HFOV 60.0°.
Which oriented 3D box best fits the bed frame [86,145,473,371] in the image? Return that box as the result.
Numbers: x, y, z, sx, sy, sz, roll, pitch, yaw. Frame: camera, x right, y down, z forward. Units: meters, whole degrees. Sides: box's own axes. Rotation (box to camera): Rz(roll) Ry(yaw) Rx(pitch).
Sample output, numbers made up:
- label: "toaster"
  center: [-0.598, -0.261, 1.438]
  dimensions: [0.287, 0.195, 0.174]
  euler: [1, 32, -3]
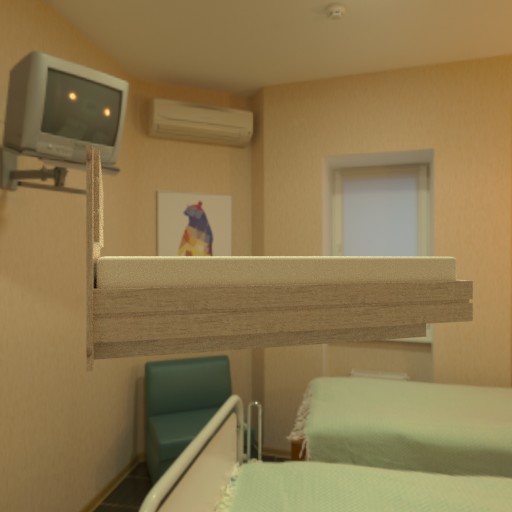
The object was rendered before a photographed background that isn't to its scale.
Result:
- label: "bed frame"
  center: [0.000, 0.000, 3.019]
  dimensions: [2.080, 0.970, 1.750]
  euler: [0, 0, -18]
